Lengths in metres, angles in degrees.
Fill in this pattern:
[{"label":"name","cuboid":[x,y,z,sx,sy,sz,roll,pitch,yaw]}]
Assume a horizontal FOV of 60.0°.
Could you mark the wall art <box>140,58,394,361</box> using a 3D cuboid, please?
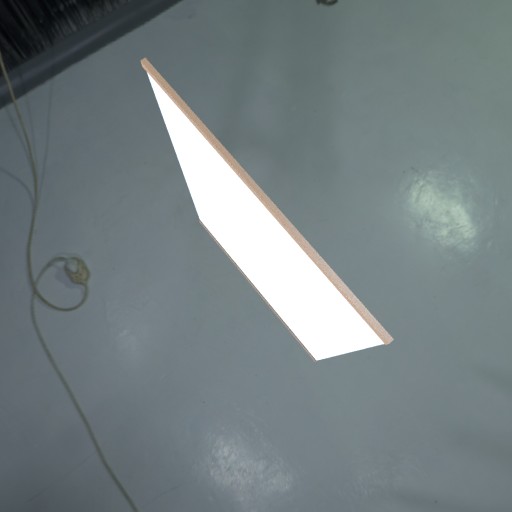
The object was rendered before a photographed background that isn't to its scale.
[{"label":"wall art","cuboid":[0.000,0.000,1.352,0.013,1.016,0.758,-38,78,-9]}]
